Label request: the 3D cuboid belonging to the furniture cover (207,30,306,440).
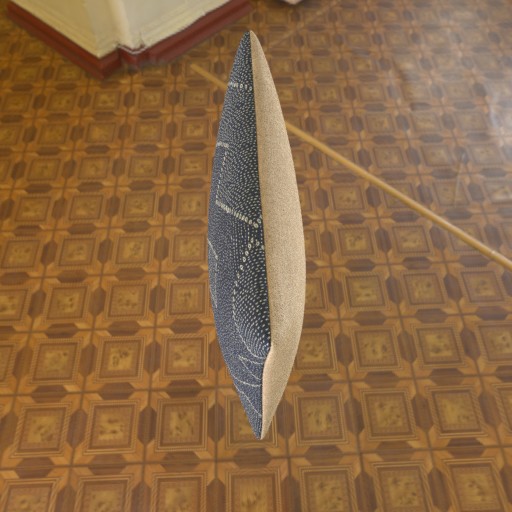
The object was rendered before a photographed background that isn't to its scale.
[{"bbox_3d":[0.000,0.000,0.759,0.162,0.503,0.511,-2,59,-1],"label":"furniture cover"}]
